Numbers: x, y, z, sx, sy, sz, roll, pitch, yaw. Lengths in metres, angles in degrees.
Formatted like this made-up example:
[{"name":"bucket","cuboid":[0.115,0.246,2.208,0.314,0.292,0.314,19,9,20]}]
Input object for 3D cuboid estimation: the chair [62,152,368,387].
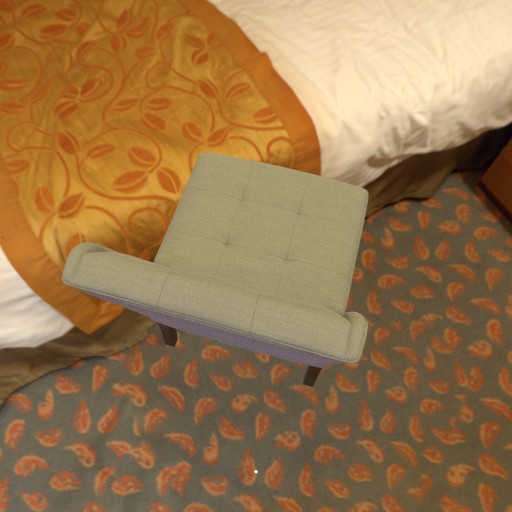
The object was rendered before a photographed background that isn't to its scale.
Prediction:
[{"name":"chair","cuboid":[0.000,0.000,1.276,0.569,0.853,0.676,14,65,7]}]
